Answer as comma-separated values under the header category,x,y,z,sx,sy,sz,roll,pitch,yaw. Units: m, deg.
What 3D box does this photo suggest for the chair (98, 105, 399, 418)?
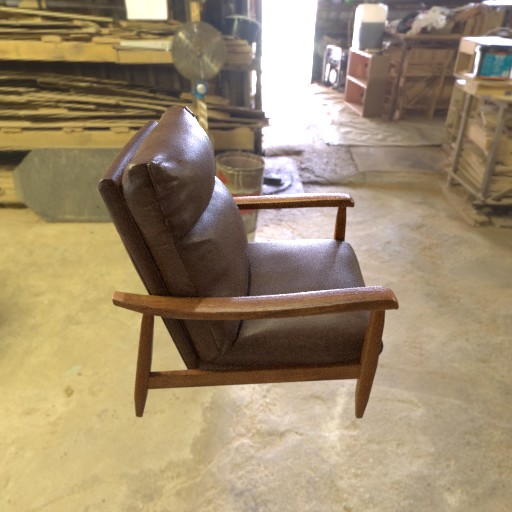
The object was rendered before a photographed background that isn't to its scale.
category,x,y,z,sx,sy,sz,roll,pitch,yaw
chair,0.000,0.000,1.567,0.830,0.897,0.782,0,32,0
